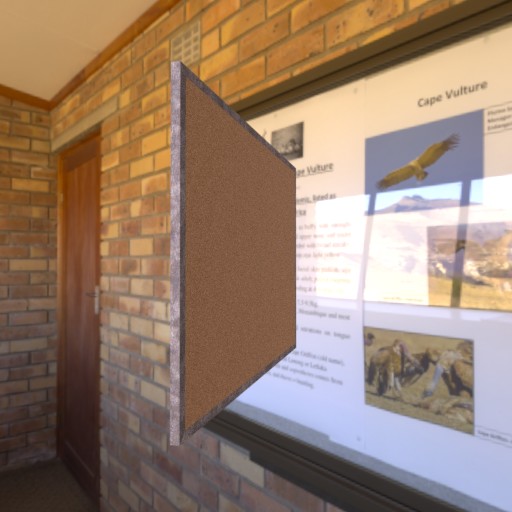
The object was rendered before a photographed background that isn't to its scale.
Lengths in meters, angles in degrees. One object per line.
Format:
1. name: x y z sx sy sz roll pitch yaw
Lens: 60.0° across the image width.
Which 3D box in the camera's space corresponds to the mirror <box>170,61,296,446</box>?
1. mirror: 0.000 0.000 1.442 0.022 0.795 1.101 0 -1 18
